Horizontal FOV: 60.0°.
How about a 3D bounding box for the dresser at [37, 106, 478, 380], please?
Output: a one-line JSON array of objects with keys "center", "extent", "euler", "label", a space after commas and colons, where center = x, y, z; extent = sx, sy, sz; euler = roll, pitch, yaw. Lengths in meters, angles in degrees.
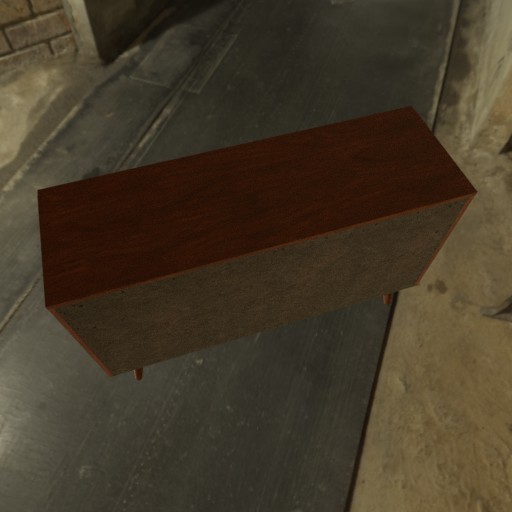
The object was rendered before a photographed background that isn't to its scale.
[{"center": [0.000, 0.000, 1.938], "extent": [1.472, 0.889, 0.500], "euler": [-15, 59, -9], "label": "dresser"}]
